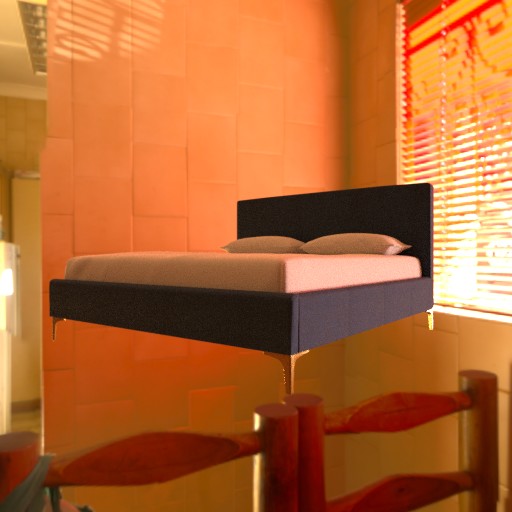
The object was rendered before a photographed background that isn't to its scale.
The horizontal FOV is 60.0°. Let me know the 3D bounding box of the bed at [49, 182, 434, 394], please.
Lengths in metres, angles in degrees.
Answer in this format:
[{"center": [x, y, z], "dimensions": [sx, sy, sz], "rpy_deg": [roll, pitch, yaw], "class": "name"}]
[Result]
[{"center": [0.000, 0.000, 3.468], "dimensions": [2.096, 1.231, 2.232], "rpy_deg": [0, 0, 37], "class": "bed"}]
